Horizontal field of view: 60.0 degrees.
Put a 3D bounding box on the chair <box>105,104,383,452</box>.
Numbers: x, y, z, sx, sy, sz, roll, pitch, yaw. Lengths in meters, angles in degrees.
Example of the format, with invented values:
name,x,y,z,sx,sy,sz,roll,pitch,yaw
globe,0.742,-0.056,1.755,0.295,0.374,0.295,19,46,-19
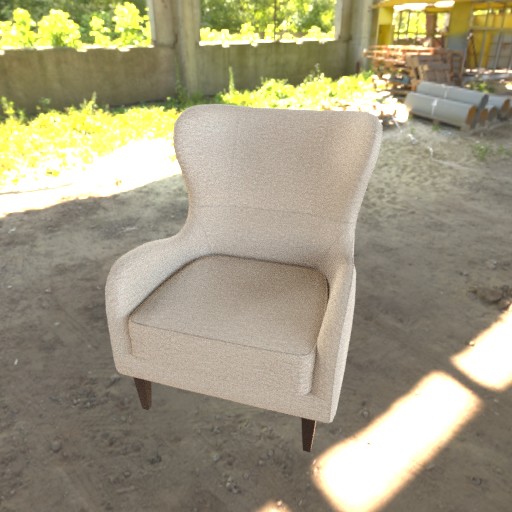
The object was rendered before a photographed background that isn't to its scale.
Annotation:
name,x,y,z,sx,sy,sz,roll,pitch,yaw
chair,0.000,0.000,1.810,0.861,1.064,0.984,8,28,16
